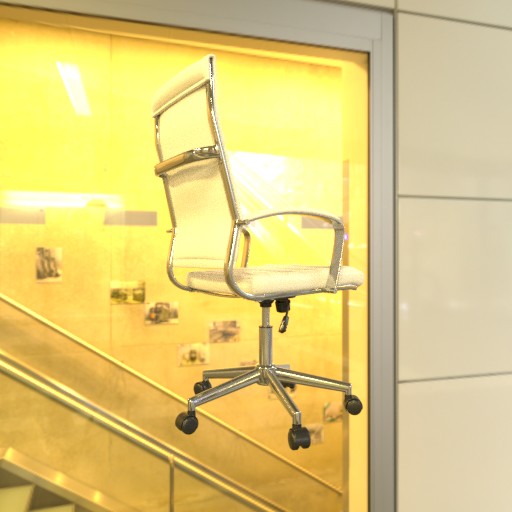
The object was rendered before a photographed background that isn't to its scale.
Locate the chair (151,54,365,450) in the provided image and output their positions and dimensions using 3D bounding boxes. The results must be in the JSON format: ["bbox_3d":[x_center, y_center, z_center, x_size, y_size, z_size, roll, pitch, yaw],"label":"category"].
[{"bbox_3d":[0.000,0.000,1.602,0.679,1.149,0.679,0,0,-35],"label":"chair"}]
